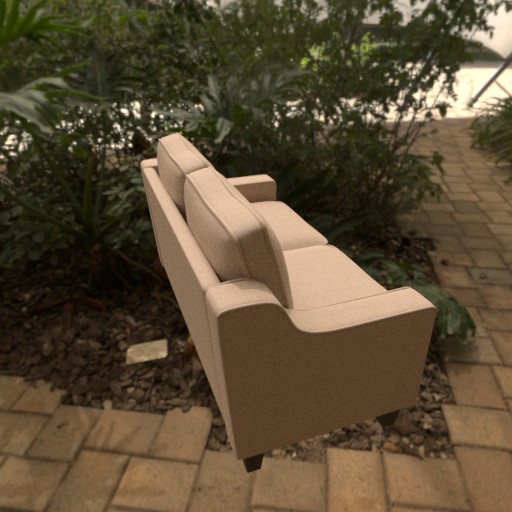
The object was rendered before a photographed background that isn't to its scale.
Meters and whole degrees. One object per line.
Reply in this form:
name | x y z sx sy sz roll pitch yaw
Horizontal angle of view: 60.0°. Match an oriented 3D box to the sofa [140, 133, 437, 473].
sofa | 0.000 0.000 3.470 1.351 1.562 2.587 -10 30 -18
